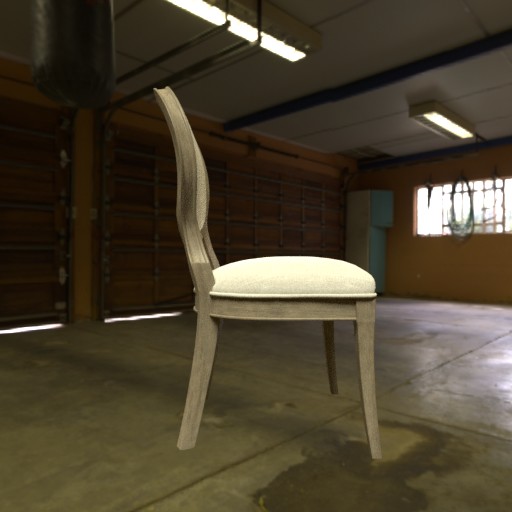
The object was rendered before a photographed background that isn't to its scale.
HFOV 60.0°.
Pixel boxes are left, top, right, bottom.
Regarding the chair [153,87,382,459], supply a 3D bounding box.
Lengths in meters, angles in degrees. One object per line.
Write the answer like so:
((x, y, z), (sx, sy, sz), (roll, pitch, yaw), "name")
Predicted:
((0.000, 0.000, 1.339), (0.602, 0.990, 0.558), (0, 0, -1), "chair")
